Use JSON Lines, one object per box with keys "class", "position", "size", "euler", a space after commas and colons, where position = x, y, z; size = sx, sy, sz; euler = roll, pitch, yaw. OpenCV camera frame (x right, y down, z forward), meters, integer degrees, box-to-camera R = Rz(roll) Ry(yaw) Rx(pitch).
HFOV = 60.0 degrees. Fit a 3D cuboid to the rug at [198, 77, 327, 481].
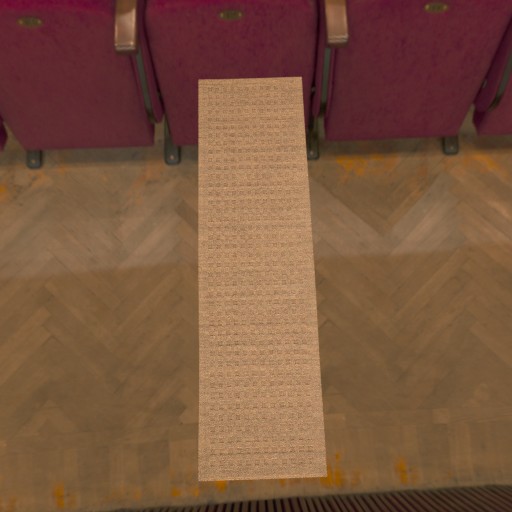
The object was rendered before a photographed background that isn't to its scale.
{"class": "rug", "position": [0.000, 0.000, 2.647], "size": [0.688, 0.005, 2.437], "euler": [-2, 76, 0]}
